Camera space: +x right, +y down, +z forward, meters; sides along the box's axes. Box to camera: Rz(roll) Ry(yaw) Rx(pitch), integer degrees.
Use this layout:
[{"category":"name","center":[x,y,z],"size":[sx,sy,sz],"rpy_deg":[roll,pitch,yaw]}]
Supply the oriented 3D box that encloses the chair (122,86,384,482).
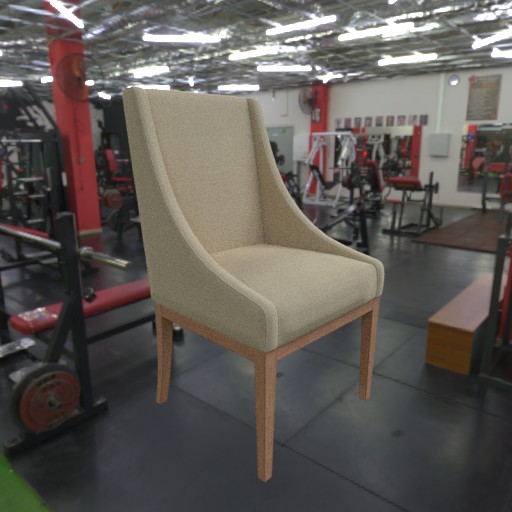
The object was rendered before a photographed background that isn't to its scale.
[{"category":"chair","center":[0.000,0.000,1.417],"size":[0.611,1.021,0.575],"rpy_deg":[13,19,41]}]
